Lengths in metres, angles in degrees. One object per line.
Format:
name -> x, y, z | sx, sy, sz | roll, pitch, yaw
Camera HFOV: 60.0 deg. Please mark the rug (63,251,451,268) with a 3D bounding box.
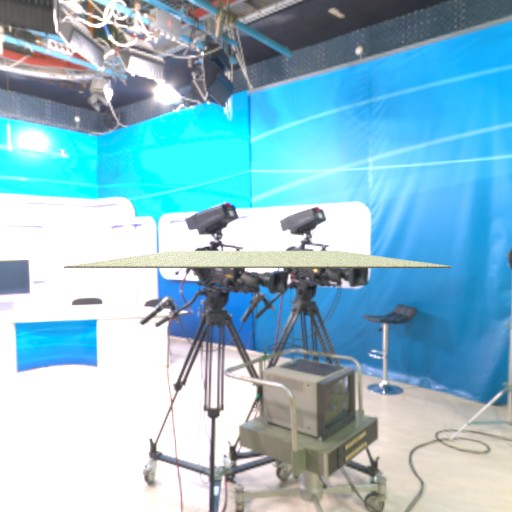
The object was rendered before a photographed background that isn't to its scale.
rug -> 0.000, 0.000, 2.170 | 1.143, 0.006, 1.747 | 0, 2, 0
